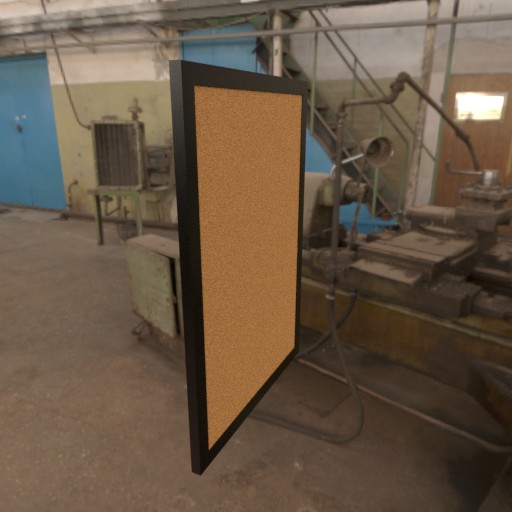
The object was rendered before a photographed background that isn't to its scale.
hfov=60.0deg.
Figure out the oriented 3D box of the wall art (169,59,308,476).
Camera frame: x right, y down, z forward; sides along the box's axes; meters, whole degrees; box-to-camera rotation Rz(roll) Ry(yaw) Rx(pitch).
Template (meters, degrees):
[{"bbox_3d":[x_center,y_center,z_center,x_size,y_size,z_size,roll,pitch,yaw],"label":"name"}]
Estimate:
[{"bbox_3d":[0.000,0.000,0.859,0.019,0.656,0.462,9,20,25],"label":"wall art"}]
